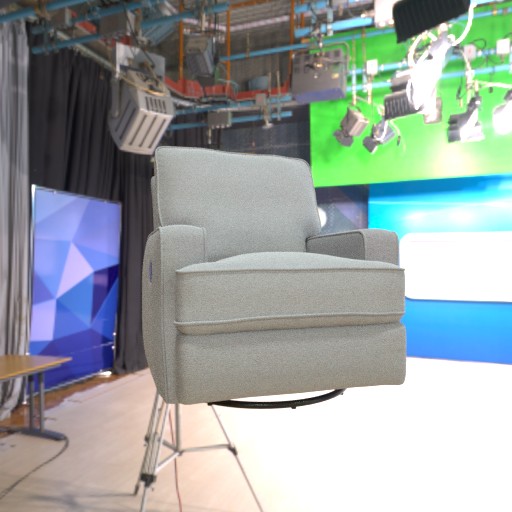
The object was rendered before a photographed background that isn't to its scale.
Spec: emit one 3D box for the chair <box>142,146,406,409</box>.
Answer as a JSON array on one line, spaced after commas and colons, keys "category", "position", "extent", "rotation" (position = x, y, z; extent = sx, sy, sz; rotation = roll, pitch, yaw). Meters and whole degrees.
[{"category": "chair", "position": [0.000, 0.000, 1.773], "extent": [0.861, 0.964, 0.969], "rotation": [0, 0, -18]}]
